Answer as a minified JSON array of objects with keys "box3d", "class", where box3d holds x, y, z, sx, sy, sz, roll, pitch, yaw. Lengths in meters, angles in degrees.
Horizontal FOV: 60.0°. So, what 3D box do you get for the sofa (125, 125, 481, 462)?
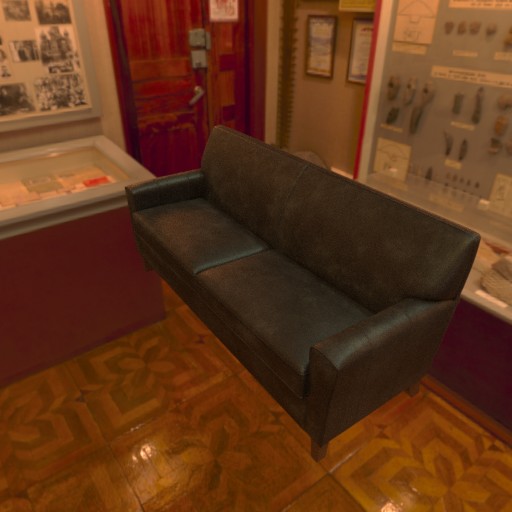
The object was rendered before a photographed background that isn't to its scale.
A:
[{"box3d":[0.000,0.000,2.533,0.805,0.947,2.053,-20,37,-29],"class":"sofa"}]
